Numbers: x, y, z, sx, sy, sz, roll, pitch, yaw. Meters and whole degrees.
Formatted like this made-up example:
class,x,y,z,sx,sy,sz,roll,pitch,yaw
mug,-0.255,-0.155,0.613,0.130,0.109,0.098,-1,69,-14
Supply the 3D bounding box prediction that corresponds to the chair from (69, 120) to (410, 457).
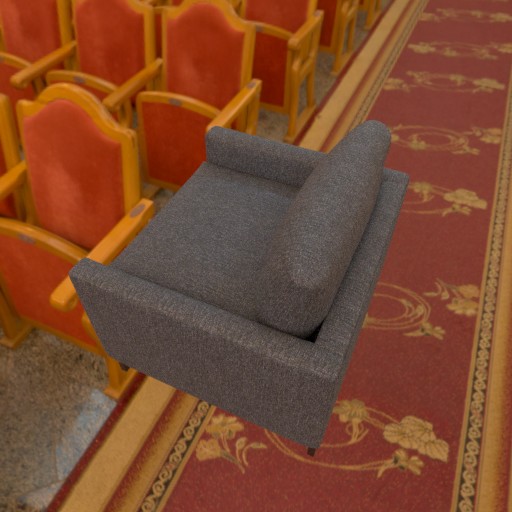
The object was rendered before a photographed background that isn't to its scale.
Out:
class,x,y,z,sx,sy,sz,roll,pitch,yaw
chair,0.000,0.000,1.638,0.866,0.861,0.963,18,49,17
